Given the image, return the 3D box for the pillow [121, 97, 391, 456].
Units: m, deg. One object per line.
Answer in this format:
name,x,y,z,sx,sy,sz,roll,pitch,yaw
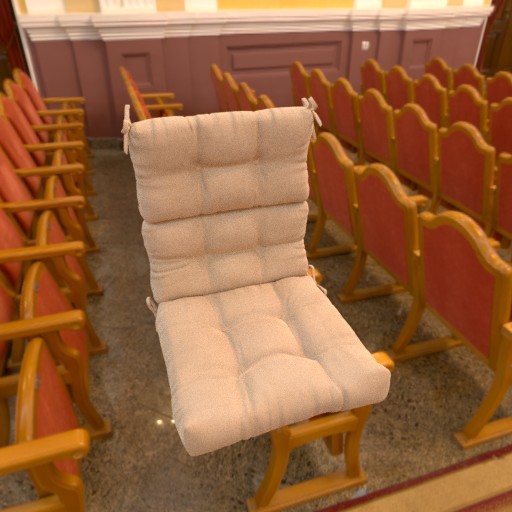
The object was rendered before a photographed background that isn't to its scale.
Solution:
pillow,0.000,0.000,1.036,0.519,0.605,0.571,-10,34,-15
